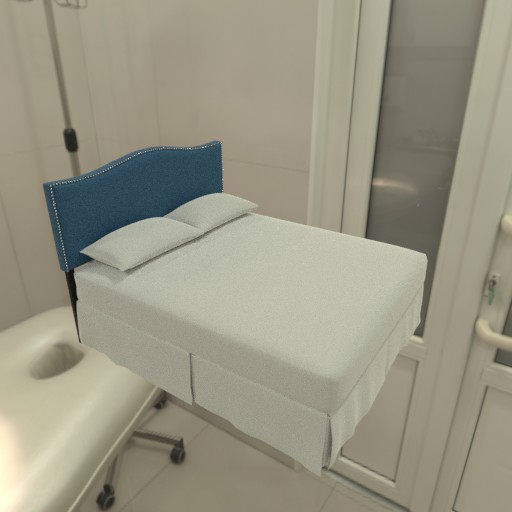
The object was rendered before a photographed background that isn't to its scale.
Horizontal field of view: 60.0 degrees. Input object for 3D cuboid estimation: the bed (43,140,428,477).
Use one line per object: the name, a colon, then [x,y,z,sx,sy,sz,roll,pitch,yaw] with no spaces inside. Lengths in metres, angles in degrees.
bed: [0.000,0.000,2.850,1.872,1.169,1.610,16,29,30]
